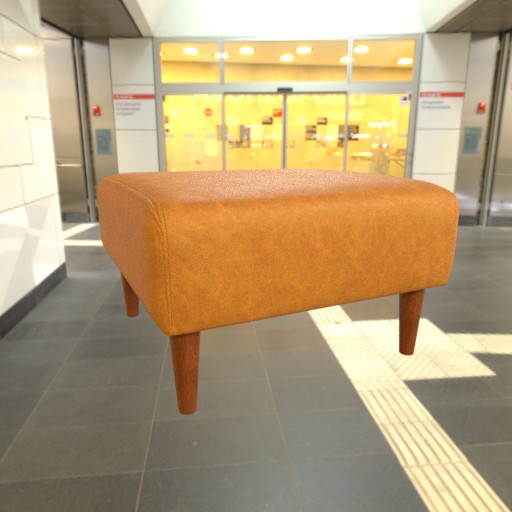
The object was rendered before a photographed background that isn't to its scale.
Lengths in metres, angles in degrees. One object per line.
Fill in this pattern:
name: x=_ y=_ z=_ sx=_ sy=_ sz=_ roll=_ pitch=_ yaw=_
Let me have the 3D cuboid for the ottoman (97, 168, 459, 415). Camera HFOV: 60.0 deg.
ottoman: x=0.000 y=0.000 z=1.077 sx=0.650 sy=0.399 sz=0.650 roll=-7 pitch=16 yaw=-25
